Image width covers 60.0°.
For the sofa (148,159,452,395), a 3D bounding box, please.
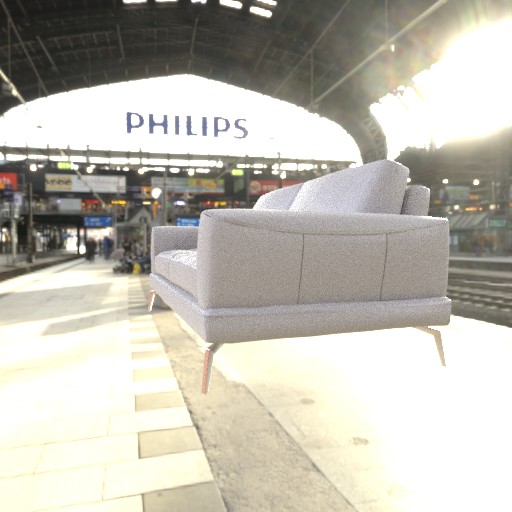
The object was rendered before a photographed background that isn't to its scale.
[{"bbox_3d":[0.000,0.000,2.695,1.121,0.930,2.177,-1,2,-18],"label":"sofa"}]
